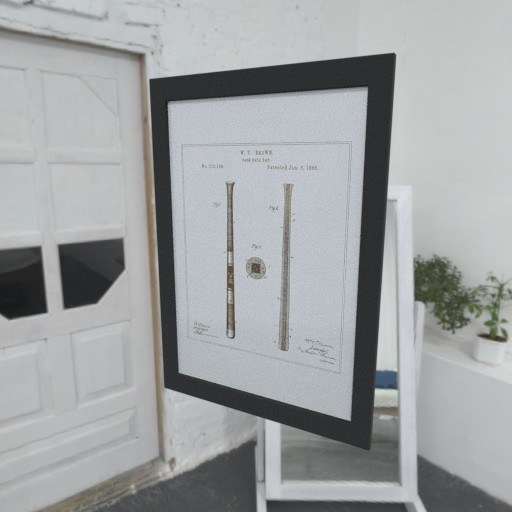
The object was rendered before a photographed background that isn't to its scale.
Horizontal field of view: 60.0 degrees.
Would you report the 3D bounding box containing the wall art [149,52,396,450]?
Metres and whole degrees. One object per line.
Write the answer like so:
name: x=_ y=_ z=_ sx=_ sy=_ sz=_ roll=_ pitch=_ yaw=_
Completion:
wall art: x=0.000 y=0.000 z=0.667 sx=0.374 sy=0.529 sz=0.012 roll=7 pitch=14 yaw=28
